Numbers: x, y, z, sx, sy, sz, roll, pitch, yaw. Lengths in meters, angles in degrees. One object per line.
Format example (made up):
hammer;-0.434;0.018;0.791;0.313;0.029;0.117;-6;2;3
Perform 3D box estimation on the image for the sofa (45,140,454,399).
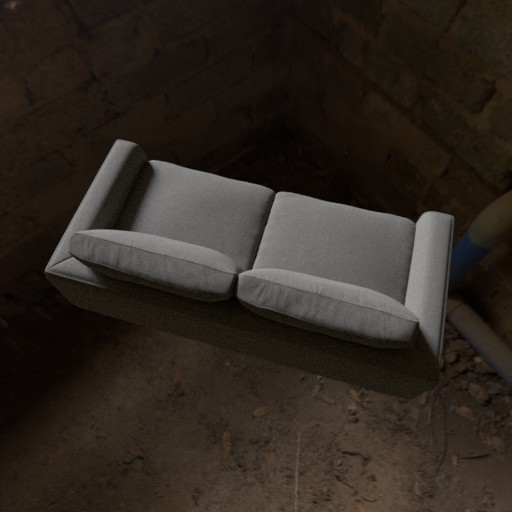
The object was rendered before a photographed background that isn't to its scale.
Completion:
sofa;0.000;0.000;2.744;2.262;0.801;1.070;14;64;7
